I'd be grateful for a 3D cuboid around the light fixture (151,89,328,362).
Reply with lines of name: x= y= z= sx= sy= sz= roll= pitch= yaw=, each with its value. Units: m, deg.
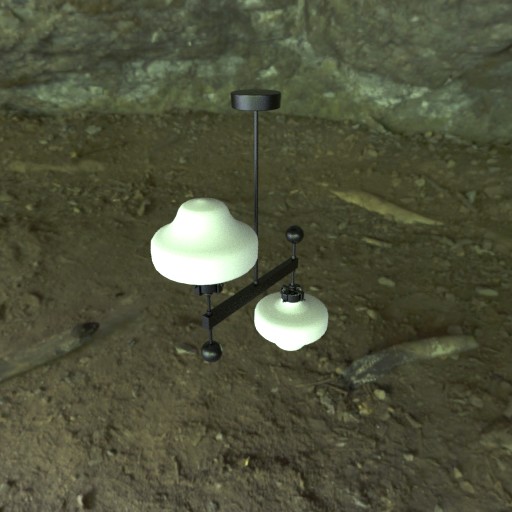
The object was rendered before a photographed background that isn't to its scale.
light fixture: x=0.000 y=0.000 z=1.064 sx=0.422 sy=0.743 sz=0.489 roll=0 pitch=26 yaw=0
